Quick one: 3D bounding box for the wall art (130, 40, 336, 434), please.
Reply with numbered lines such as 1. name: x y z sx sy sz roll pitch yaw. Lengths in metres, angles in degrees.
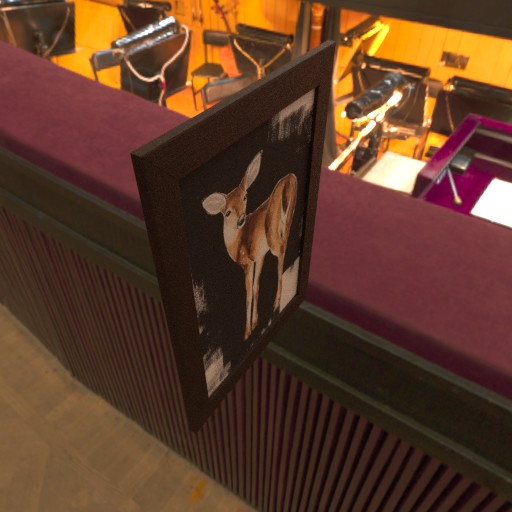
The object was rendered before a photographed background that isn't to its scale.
1. wall art: 0.000 0.000 0.655 0.013 0.508 0.359 25 49 25
